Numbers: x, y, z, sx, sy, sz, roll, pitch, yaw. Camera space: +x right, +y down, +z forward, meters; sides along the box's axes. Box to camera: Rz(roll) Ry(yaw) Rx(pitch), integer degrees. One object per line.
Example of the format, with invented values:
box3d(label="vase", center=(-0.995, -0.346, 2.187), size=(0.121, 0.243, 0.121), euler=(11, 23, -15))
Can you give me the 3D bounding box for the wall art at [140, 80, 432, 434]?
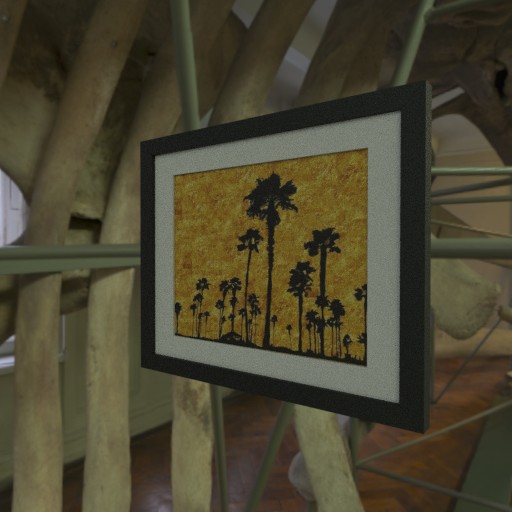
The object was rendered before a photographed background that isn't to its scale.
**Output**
box3d(label="wall art", center=(0.000, 0.000, 0.749), size=(0.561, 0.460, 0.028), euler=(1, 1, 36))
